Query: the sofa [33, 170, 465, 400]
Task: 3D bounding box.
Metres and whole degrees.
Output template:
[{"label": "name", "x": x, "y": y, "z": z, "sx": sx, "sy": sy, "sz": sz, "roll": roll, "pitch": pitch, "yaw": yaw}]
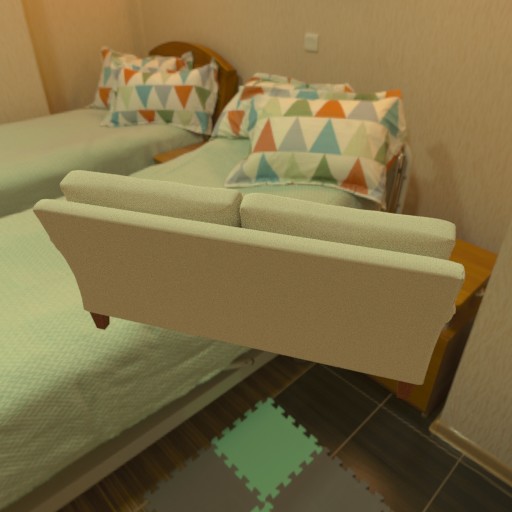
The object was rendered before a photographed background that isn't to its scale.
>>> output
[{"label": "sofa", "x": 0.000, "y": 0.000, "z": 2.692, "sx": 2.159, "sy": 1.087, "sz": 1.086, "roll": 10, "pitch": 35, "yaw": 14}]
